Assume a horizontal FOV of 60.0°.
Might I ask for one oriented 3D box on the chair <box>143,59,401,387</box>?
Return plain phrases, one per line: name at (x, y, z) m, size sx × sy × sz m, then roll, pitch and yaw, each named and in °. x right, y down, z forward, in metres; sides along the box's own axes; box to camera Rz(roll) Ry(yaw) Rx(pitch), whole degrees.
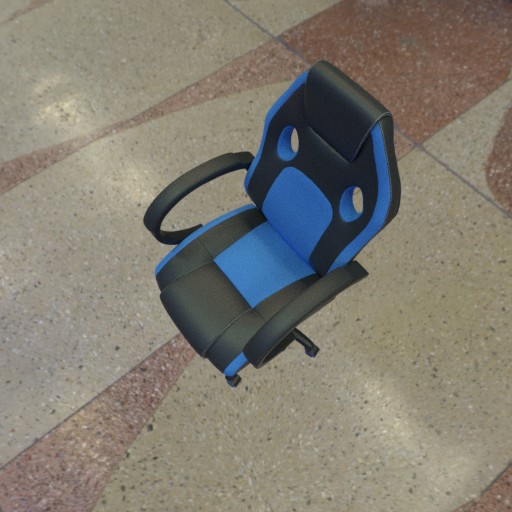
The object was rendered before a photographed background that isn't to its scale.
chair at (0.000, 0.000, 1.597) m, size 0.724 × 1.187 × 0.673 m, roll -34°, pitch 68°, yaw -16°
